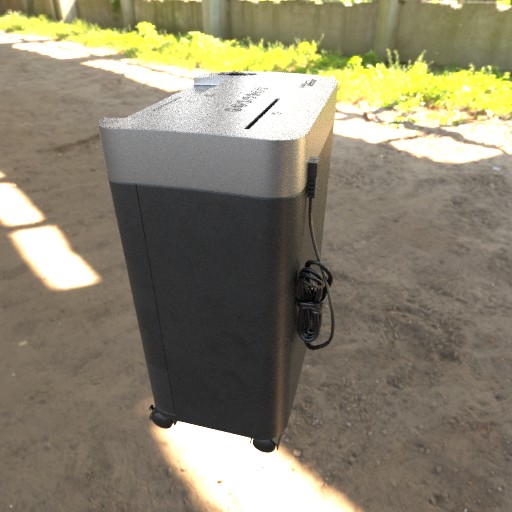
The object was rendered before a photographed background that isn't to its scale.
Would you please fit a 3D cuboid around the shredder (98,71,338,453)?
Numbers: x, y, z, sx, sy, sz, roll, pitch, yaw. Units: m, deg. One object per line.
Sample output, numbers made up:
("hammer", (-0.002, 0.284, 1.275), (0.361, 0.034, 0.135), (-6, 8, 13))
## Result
("shredder", (0.000, 0.000, 0.596), (0.237, 0.419, 0.311), (8, 32, 13))
